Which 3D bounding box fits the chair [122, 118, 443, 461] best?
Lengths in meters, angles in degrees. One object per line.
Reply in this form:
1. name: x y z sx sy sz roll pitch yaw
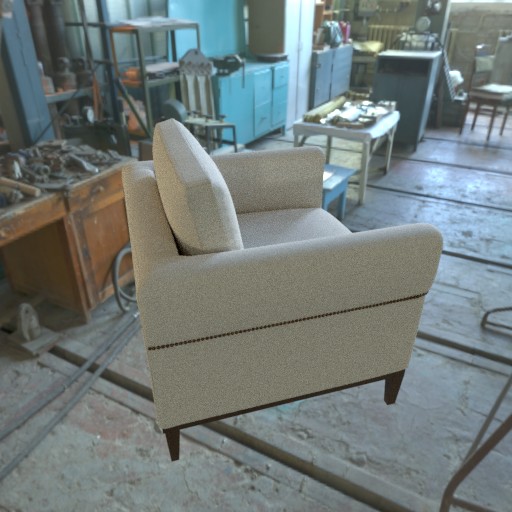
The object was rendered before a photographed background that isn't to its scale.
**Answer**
1. chair: 0.000 0.000 1.691 0.896 0.915 0.982 -9 31 -14
